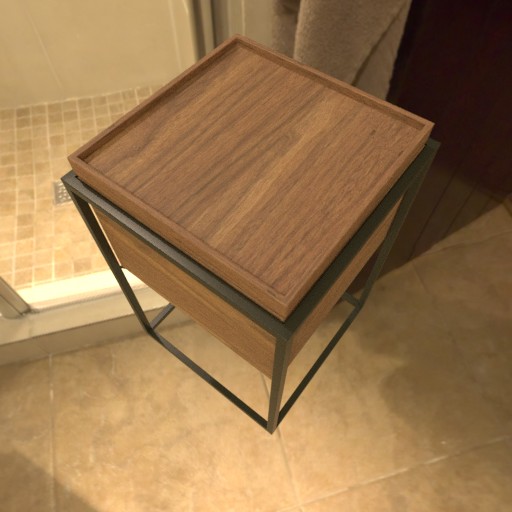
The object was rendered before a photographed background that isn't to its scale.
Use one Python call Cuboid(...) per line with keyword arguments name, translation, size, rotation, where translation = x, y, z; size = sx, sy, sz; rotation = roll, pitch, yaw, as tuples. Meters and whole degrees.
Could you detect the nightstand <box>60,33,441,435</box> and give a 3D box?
Cuboid(name="nightstand", translation=(0.000, 0.000, 0.871), size=(0.397, 0.607, 0.397), rotation=(33, 64, 19))
